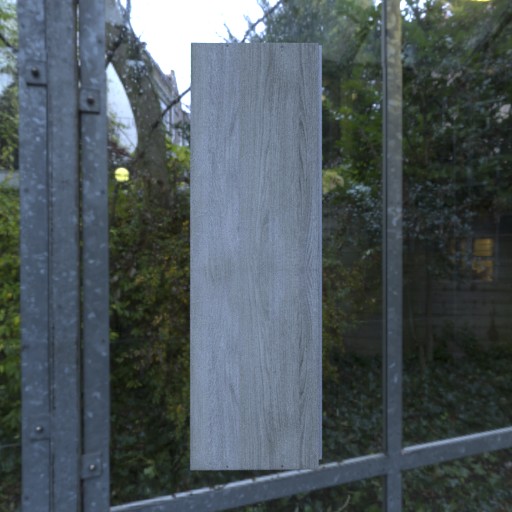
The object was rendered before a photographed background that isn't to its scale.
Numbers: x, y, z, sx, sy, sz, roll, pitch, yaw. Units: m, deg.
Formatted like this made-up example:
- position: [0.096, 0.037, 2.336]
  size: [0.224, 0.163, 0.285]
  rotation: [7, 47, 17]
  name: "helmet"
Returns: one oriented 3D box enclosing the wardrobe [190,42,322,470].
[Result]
- position: [0.000, 0.000, 2.917]
  size: [0.629, 1.960, 1.780]
  rotation: [0, 0, -1]
  name: "wardrobe"
